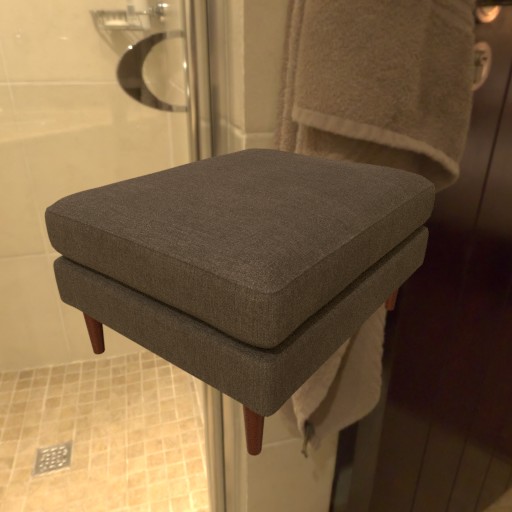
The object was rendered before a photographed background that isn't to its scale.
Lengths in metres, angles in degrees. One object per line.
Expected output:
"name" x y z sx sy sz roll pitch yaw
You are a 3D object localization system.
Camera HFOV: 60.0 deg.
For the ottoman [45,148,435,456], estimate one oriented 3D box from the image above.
"ottoman" 0.000 0.000 1.234 0.693 0.474 0.821 18 31 34
